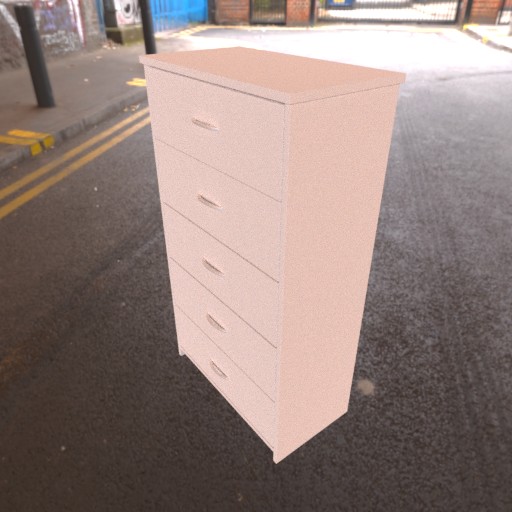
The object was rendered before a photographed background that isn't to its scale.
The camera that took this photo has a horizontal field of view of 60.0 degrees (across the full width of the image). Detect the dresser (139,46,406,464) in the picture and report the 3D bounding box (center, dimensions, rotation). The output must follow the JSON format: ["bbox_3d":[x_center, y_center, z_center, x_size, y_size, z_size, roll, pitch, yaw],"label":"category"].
[{"bbox_3d":[0.000,0.000,1.560,0.399,1.255,0.704,-22,38,-31],"label":"dresser"}]
